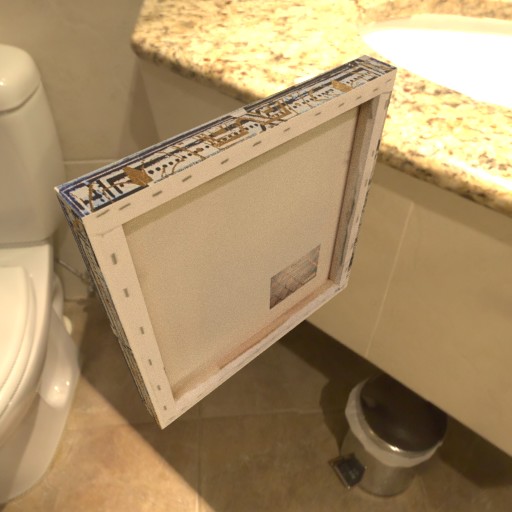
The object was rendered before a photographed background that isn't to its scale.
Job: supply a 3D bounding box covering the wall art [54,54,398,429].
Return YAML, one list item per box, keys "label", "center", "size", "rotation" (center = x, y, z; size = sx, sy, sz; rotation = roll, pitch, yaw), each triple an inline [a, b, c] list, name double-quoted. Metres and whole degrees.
- label: "wall art"
  center: [0.000, 0.000, 0.445]
  size: [0.302, 0.306, 0.038]
  rotation: [-33, 55, -27]
